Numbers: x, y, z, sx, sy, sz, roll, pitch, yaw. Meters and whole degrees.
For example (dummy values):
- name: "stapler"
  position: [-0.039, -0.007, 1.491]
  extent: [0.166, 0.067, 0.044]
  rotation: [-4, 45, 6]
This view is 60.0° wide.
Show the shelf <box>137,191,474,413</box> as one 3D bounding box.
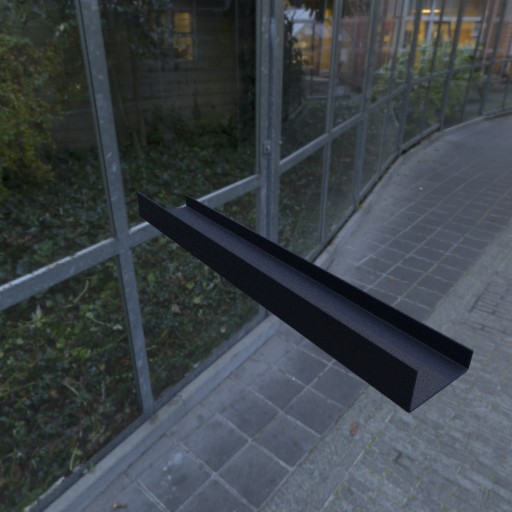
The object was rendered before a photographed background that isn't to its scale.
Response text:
- name: "shelf"
  position: [0.000, 0.000, 0.638]
  extent: [0.102, 0.053, 0.605]
  rotation: [-18, 32, -32]
